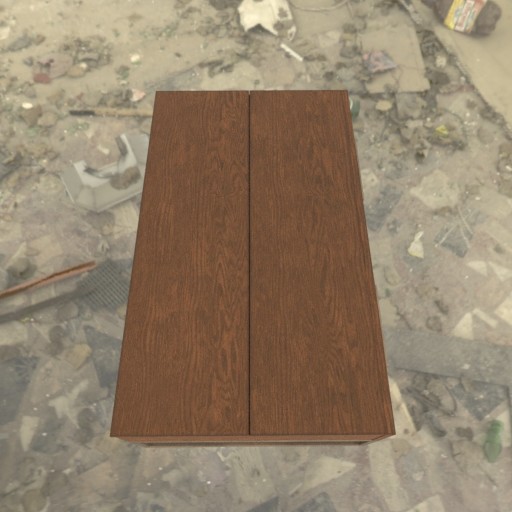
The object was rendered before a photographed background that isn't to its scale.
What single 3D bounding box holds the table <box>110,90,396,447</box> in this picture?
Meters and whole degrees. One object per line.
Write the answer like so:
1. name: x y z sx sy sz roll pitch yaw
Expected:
1. table: 0.000 0.000 1.503 0.719 0.361 1.167 0 63 0
